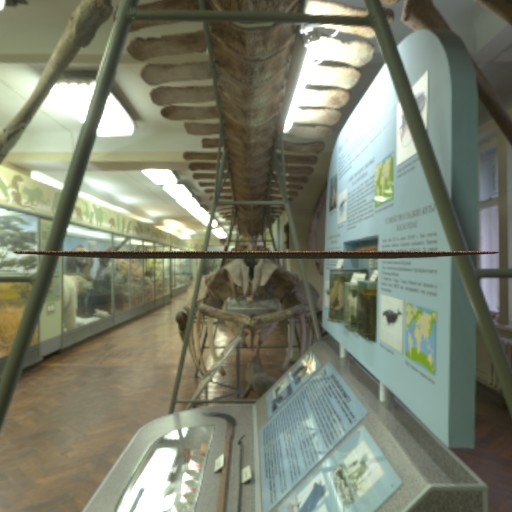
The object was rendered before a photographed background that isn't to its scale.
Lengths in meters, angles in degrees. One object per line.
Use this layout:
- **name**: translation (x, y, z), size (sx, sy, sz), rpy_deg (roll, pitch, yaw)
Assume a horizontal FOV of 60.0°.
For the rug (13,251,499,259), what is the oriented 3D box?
- **rug**: translation (0.000, 0.000, 2.159), size (1.747, 0.011, 1.139), rpy_deg (0, -1, 0)
